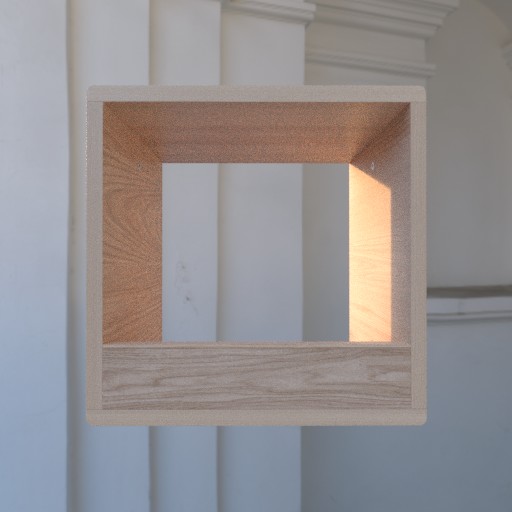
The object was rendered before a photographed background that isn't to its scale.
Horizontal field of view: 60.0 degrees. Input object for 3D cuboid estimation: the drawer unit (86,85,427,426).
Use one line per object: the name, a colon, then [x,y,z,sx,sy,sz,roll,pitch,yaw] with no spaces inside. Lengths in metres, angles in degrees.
drawer unit: [0.000,0.000,0.593,0.344,0.344,0.290,0,0,0]
